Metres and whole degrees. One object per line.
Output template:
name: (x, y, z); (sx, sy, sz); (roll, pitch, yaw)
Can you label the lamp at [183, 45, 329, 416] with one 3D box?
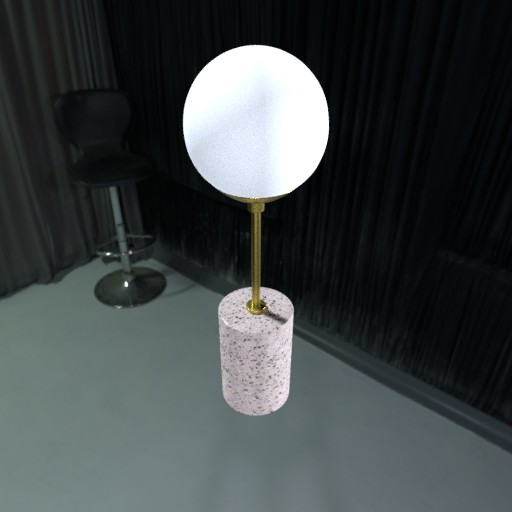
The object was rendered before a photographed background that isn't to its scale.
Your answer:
lamp: (0.000, 0.000, 0.557); (0.153, 0.480, 0.153); (0, 31, 0)
